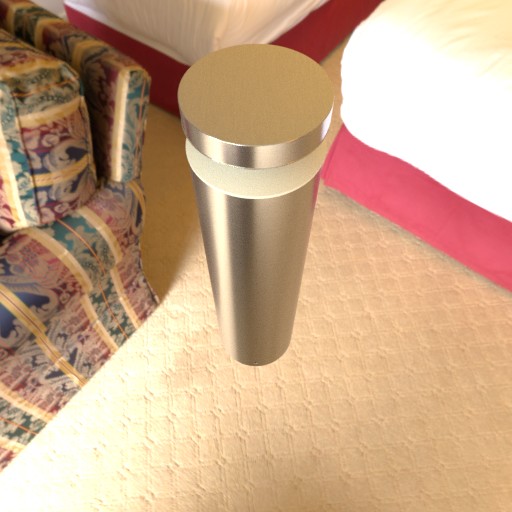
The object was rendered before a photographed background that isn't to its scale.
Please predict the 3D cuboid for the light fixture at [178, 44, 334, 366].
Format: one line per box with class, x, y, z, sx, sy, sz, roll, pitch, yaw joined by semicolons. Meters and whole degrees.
light fixture;0.000;0.000;0.452;0.102;0.400;0.102;0;58;0
